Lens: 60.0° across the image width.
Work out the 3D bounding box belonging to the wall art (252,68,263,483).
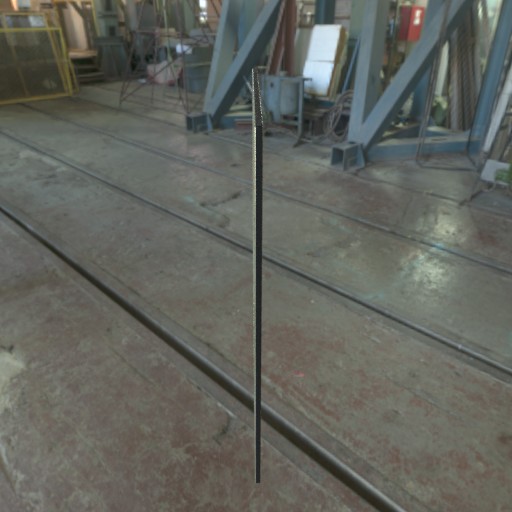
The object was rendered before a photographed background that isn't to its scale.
[{"bbox_3d":[0.000,0.000,0.779,0.009,0.559,0.483,0,29,-1],"label":"wall art"}]
